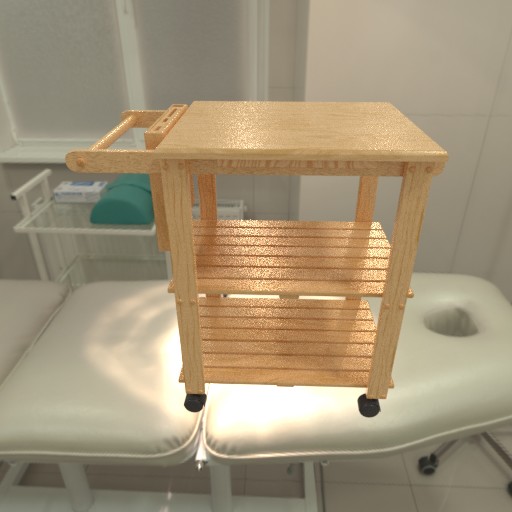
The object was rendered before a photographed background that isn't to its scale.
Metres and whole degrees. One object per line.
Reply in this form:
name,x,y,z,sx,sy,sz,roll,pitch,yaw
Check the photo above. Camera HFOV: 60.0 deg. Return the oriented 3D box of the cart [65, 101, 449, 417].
cart,0.000,0.000,1.343,0.843,0.816,0.520,1,30,2
